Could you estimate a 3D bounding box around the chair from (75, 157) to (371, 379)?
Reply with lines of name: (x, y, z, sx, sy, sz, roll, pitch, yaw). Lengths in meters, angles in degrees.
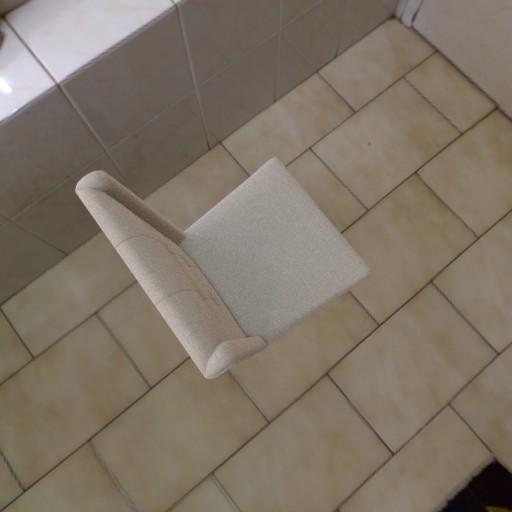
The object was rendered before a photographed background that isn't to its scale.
chair: (0.000, 0.000, 1.257, 0.523, 0.961, 0.474, -36, 79, -8)
